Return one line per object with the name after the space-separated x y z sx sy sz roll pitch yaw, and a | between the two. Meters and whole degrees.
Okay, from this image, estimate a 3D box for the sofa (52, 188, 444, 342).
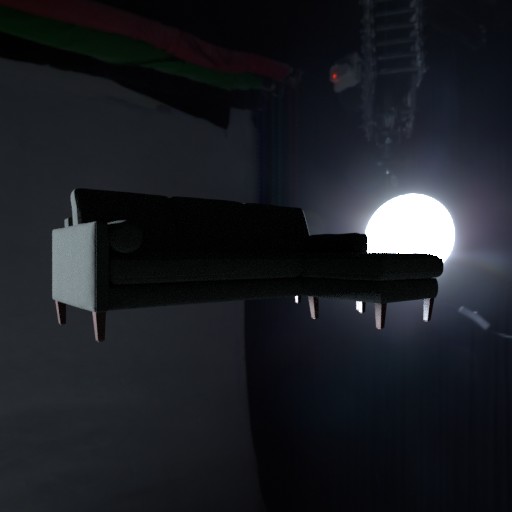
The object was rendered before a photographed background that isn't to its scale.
0.000 0.000 2.929 2.178 0.876 1.506 0 0 -38 | sofa
